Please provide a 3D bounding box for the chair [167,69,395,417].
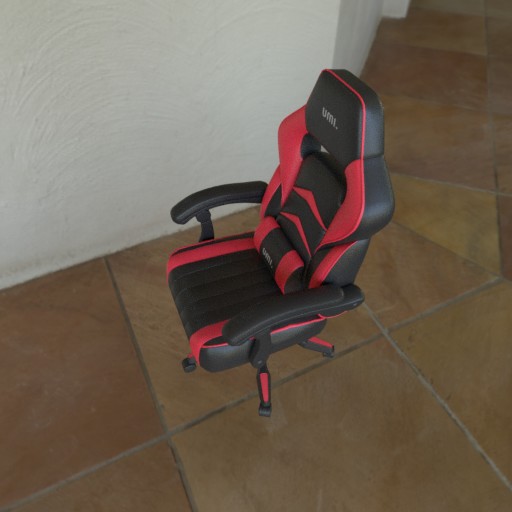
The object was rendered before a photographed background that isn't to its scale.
[{"bbox_3d":[0.000,0.000,1.627,0.700,1.220,0.700,-17,50,-15],"label":"chair"}]
